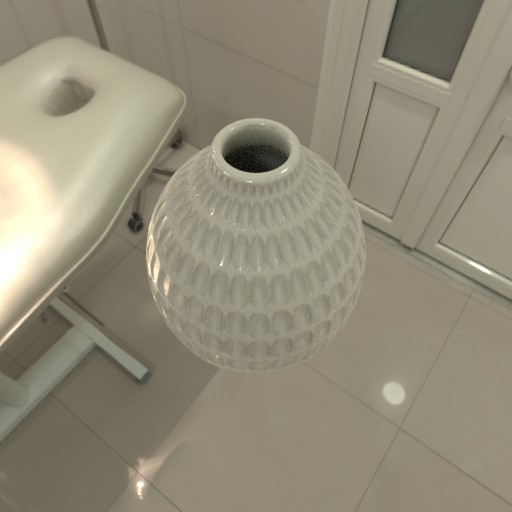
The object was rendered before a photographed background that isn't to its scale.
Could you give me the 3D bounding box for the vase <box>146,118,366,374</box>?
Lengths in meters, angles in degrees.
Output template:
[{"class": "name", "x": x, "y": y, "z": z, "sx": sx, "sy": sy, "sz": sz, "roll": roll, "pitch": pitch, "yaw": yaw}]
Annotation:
[{"class": "vase", "x": 0.000, "y": 0.000, "z": 0.335, "sx": 0.162, "sy": 0.223, "sz": 0.162, "roll": 0, "pitch": 57, "yaw": 0}]
